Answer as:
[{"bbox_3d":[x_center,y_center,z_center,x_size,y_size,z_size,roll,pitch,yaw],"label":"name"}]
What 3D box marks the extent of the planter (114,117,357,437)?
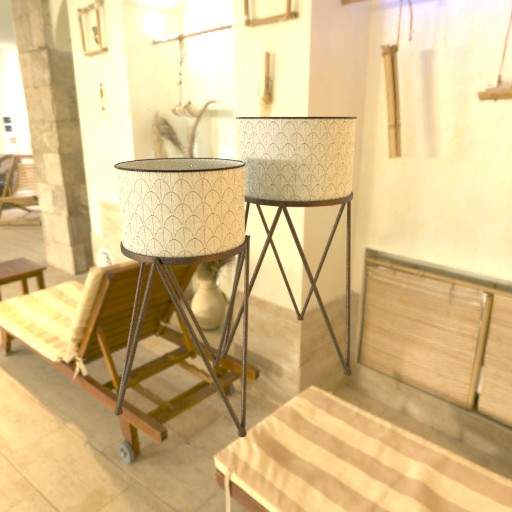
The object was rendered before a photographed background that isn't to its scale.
[{"bbox_3d":[0.000,0.000,1.188,0.413,0.712,0.769,16,23,42],"label":"planter"}]
